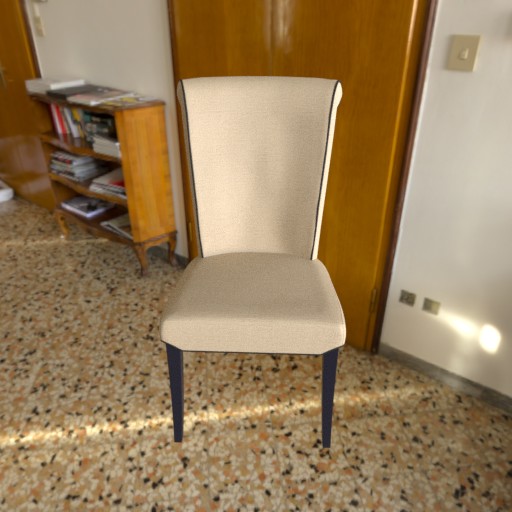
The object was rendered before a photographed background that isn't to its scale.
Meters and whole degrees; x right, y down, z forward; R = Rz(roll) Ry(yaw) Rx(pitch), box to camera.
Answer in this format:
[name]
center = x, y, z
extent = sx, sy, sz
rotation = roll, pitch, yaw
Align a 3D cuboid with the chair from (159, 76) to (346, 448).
[chair]
center = 0.000, 0.000, 1.403
extent = 0.522, 0.997, 0.623
rotation = 1, 29, 2
